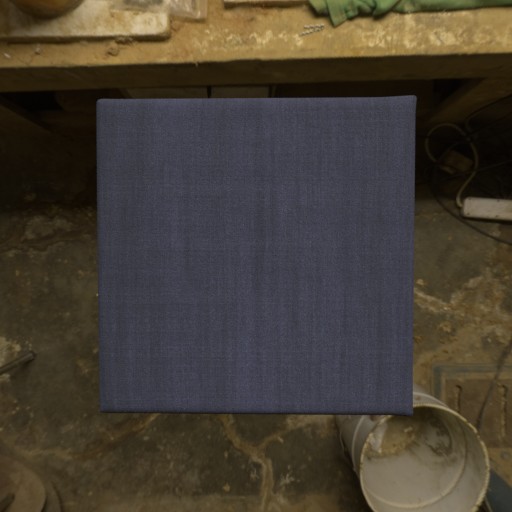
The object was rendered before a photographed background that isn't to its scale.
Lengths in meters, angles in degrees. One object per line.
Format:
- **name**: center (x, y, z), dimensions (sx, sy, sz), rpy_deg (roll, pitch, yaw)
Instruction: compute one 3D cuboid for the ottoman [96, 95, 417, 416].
- **ottoman**: center (0.000, 0.000, 1.383), dimensions (0.889, 0.411, 0.890), rpy_deg (0, 92, 1)
